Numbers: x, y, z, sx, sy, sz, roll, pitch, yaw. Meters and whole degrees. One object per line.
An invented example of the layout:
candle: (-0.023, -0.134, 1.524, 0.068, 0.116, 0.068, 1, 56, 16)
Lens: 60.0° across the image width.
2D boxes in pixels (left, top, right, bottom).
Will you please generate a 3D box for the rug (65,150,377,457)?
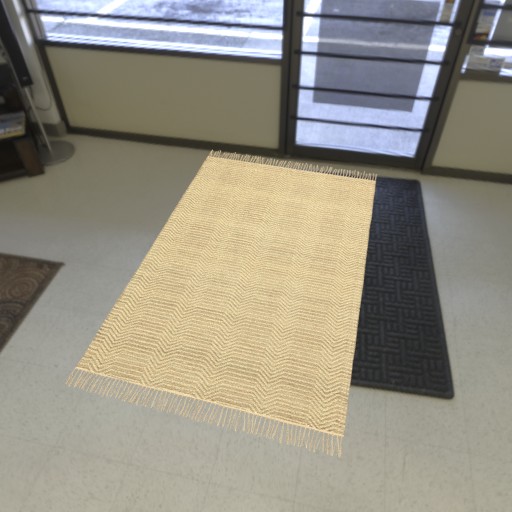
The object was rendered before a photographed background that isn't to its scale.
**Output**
rug: (0.000, 0.000, 3.164, 1.528, 0.034, 2.523, 11, 46, 11)
